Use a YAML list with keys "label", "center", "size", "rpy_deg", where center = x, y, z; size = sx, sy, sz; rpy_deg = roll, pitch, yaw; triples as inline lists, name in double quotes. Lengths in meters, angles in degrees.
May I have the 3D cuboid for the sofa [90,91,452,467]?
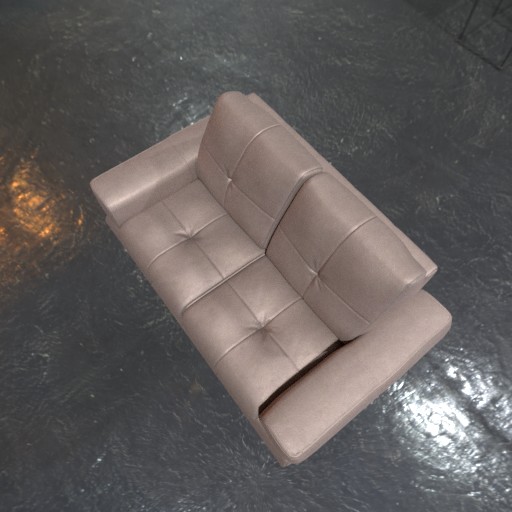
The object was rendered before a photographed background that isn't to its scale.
- label: "sofa"
  center: [0.000, 0.000, 2.325]
  size: [1.018, 0.907, 1.806]
  rpy_deg: [-34, 68, -16]
